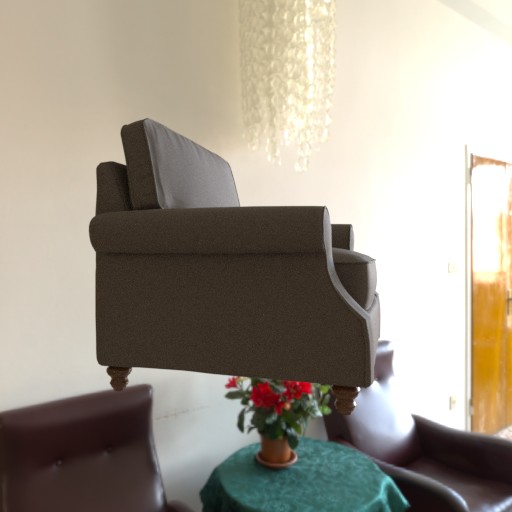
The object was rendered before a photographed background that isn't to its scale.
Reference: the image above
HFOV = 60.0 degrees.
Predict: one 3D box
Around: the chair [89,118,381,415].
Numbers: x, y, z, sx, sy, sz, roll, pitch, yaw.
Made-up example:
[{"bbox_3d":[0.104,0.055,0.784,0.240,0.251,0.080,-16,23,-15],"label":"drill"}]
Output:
[{"bbox_3d":[0.000,0.000,1.818,0.966,0.967,1.029,0,0,17],"label":"chair"}]
